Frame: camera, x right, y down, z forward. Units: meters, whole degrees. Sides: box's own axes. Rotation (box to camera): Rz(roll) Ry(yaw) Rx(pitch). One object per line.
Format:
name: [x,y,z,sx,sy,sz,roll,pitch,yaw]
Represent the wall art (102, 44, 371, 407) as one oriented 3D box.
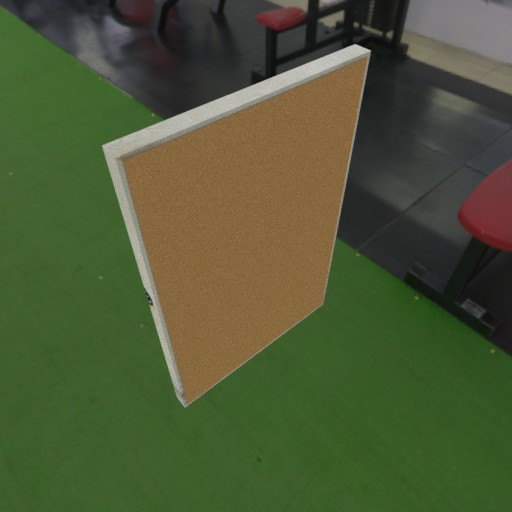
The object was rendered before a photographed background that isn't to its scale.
wall art: [0.000,0.000,0.975,0.508,0.764,0.038,-32,55,-26]
